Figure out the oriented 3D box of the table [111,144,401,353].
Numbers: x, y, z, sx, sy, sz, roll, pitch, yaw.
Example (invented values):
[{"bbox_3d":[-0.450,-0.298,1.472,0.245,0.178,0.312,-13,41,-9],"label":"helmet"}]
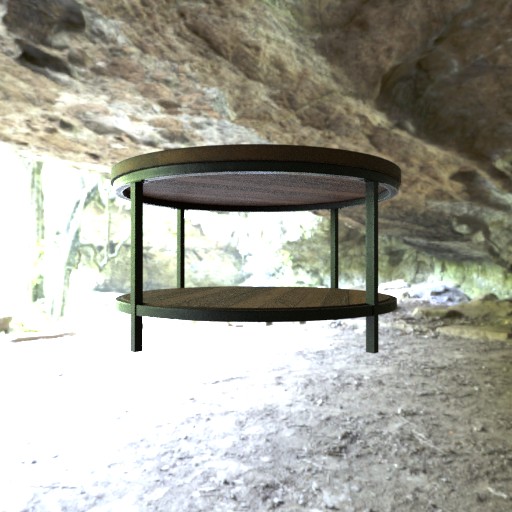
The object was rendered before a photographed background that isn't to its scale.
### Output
[{"bbox_3d":[0.000,0.000,1.343,0.837,0.462,0.837,0,0,0],"label":"table"}]
